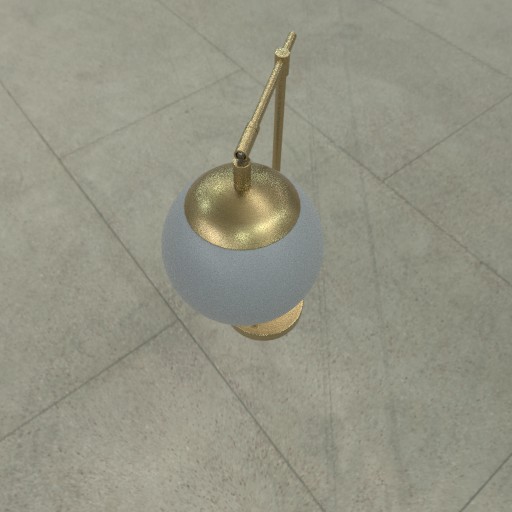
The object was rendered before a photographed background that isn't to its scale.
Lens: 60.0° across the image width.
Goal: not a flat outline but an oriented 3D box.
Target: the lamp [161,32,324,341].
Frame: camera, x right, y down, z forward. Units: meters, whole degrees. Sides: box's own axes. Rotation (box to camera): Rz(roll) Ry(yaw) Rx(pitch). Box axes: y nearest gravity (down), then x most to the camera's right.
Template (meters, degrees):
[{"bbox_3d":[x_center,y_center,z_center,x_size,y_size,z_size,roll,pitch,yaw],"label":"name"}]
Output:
[{"bbox_3d":[0.000,0.000,0.699,0.207,0.559,0.324,14,59,9],"label":"lamp"}]
